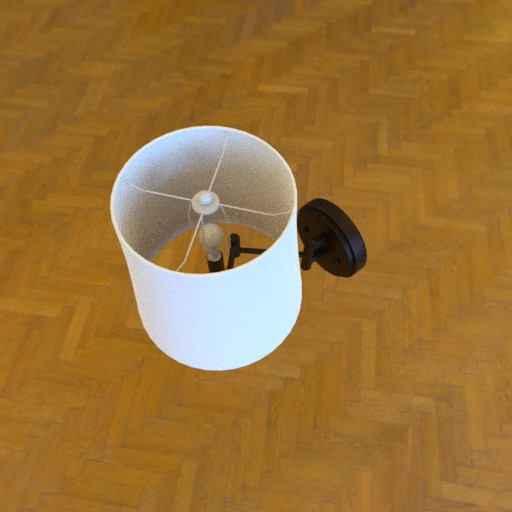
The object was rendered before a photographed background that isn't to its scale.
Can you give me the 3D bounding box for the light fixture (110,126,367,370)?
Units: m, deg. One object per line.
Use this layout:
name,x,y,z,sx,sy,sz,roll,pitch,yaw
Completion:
light fixture,0.000,0.000,0.272,0.157,0.172,0.100,-34,66,-17
